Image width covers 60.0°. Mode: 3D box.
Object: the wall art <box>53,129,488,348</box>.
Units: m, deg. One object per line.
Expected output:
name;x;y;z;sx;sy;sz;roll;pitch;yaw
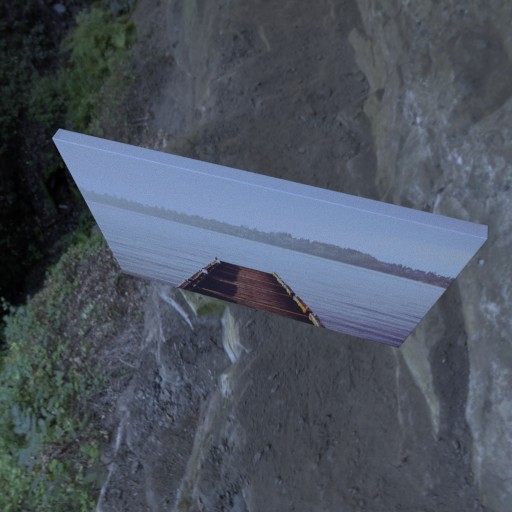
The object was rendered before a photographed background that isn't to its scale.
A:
wall art;0.000;0.000;1.461;1.149;0.765;0.040;14;60;8
